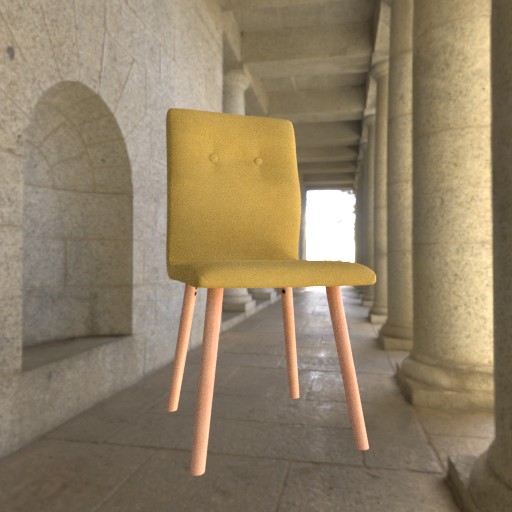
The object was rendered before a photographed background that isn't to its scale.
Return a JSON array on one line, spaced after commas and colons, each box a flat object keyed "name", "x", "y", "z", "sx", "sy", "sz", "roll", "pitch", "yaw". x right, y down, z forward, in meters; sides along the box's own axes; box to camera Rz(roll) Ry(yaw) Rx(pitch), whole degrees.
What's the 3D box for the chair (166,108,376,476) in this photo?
[{"name": "chair", "x": 0.000, "y": 0.000, "z": 1.260, "sx": 0.450, "sy": 0.965, "sz": 0.550, "roll": 0, "pitch": -1, "yaw": -18}]
